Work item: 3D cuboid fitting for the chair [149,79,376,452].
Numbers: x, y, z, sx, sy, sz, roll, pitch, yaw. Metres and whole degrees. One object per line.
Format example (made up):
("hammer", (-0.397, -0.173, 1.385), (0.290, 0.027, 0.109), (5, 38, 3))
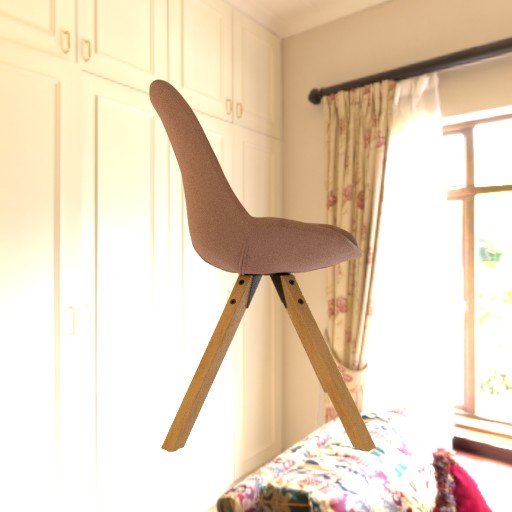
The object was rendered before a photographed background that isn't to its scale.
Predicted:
("chair", (0.000, 0.000, 1.178), (0.550, 0.850, 0.485), (0, 0, 0))
